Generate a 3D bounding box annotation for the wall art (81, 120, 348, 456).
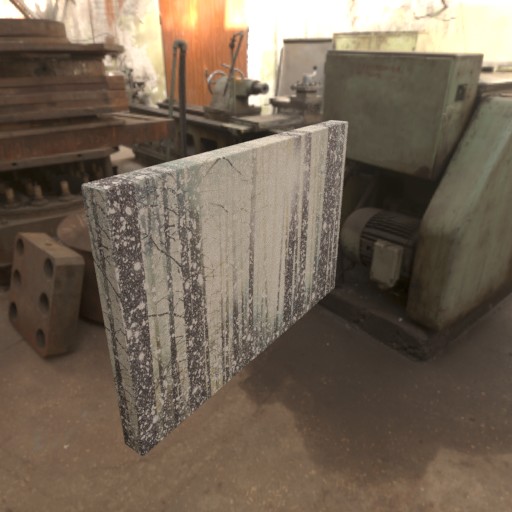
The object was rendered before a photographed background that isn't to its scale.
[{"bbox_3d":[0.000,0.000,0.795,0.042,0.398,0.618,17,30,32],"label":"wall art"}]
